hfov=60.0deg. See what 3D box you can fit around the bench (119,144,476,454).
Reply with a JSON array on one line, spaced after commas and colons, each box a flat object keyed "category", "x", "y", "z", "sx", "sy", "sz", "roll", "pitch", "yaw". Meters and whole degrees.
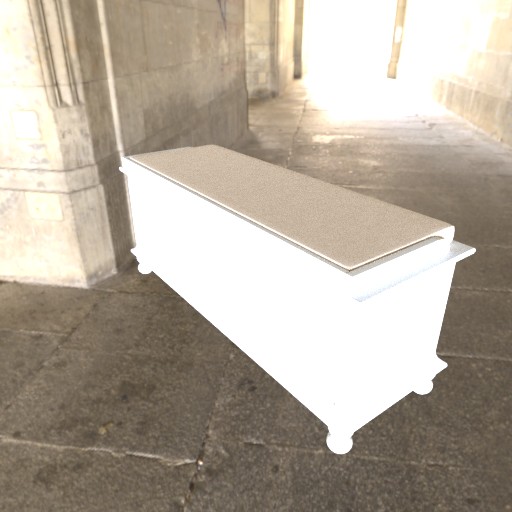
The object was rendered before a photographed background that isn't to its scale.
[{"category": "bench", "x": 0.000, "y": 0.000, "z": 1.442, "sx": 0.402, "sy": 0.486, "sz": 1.185, "roll": -19, "pitch": 32, "yaw": -32}]
